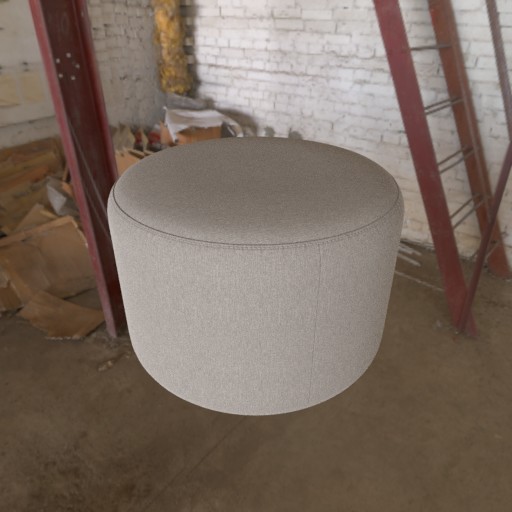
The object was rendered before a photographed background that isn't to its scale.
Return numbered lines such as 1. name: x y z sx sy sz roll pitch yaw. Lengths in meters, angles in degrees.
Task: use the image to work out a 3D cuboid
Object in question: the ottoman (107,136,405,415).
1. ottoman: 0.000 0.000 1.017 0.608 0.433 0.608 0 30 0
